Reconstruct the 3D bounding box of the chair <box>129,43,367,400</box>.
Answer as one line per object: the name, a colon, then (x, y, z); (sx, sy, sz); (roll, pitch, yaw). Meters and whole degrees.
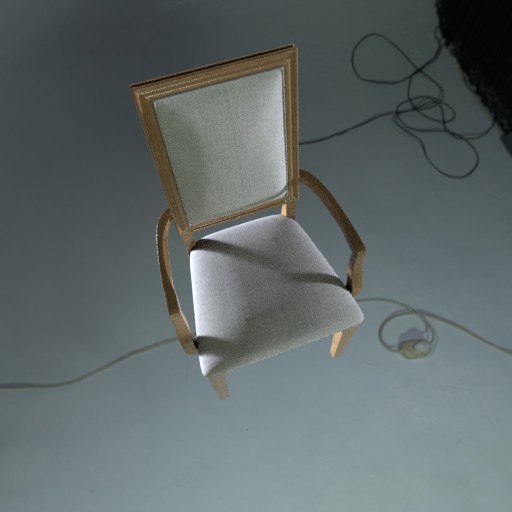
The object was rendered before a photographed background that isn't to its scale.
chair: (0.000, 0.000, 1.392); (0.606, 0.990, 0.602); (-18, 66, -9)
